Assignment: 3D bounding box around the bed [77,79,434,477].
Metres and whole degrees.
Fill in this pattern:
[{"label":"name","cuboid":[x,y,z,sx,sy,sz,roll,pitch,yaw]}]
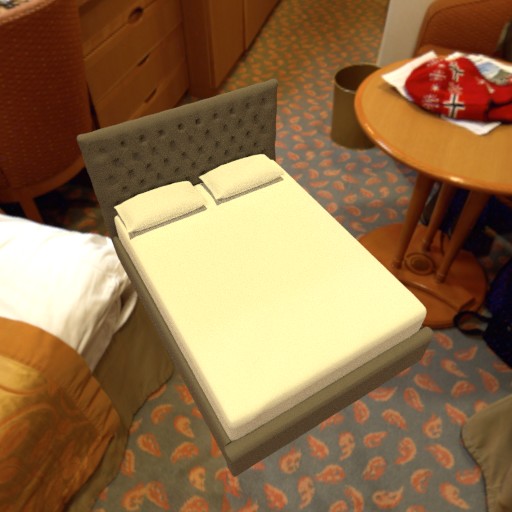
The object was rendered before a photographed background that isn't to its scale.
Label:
[{"label":"bed","cuboid":[0.000,0.000,3.329,1.696,1.426,2.233,-24,52,-20]}]
